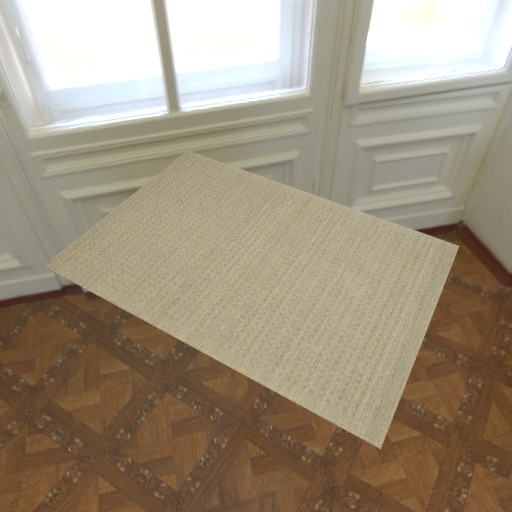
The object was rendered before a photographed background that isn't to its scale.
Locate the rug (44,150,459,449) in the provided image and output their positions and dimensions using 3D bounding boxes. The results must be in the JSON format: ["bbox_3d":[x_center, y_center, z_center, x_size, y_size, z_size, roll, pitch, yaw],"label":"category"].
[{"bbox_3d":[0.000,0.000,3.736,2.895,0.006,1.981,23,51,21],"label":"rug"}]
